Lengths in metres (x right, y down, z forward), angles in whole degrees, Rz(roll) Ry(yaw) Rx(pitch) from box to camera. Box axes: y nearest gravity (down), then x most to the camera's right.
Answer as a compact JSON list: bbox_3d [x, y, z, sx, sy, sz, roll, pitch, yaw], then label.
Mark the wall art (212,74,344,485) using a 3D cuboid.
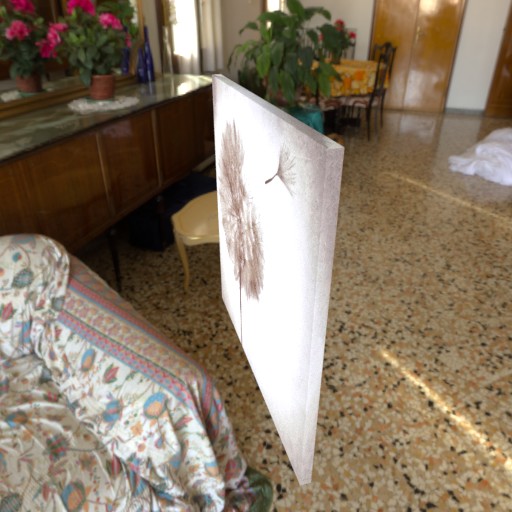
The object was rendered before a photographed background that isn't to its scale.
[{"bbox_3d":[0.000,0.000,1.121,0.027,0.762,0.762,-9,31,-15],"label":"wall art"}]
